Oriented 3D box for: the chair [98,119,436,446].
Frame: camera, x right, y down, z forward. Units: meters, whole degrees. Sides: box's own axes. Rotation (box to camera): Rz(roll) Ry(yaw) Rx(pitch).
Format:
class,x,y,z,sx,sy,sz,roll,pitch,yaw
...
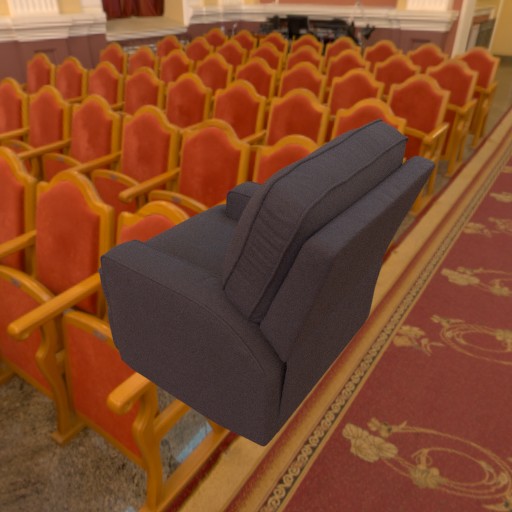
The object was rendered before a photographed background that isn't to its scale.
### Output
class,x,y,z,sx,sy,sz,roll,pitch,yaw
chair,0.000,0.000,1.655,0.964,0.962,0.861,20,37,30
